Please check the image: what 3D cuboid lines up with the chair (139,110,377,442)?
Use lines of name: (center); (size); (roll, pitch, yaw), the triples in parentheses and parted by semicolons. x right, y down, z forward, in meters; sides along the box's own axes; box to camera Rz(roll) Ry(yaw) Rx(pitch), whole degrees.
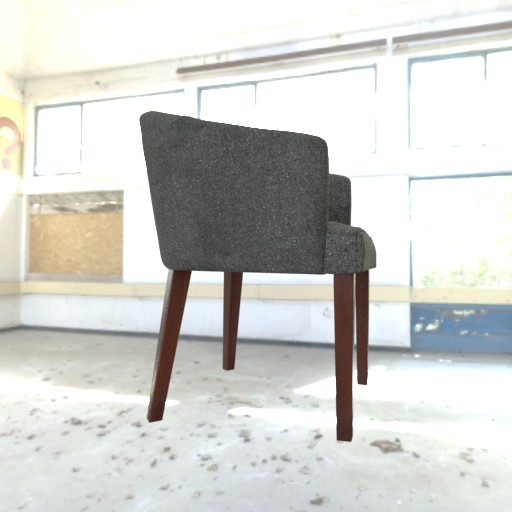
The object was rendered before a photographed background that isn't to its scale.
chair: (0.000, 0.000, 1.283); (0.655, 0.811, 0.583); (0, 0, 18)
